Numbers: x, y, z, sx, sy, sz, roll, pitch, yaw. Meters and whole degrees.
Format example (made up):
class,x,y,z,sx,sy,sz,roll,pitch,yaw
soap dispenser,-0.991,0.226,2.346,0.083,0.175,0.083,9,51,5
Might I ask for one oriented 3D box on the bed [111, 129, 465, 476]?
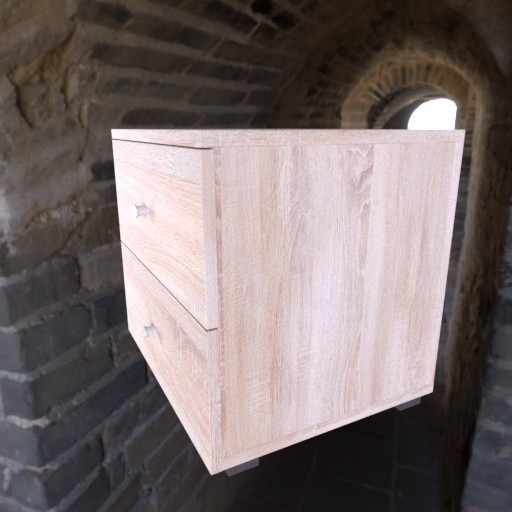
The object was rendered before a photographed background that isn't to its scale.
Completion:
class,x,y,z,sx,sy,sz,roll,pitch,yaw
bed,0.000,0.000,0.764,0.401,0.420,0.460,-8,18,-26
